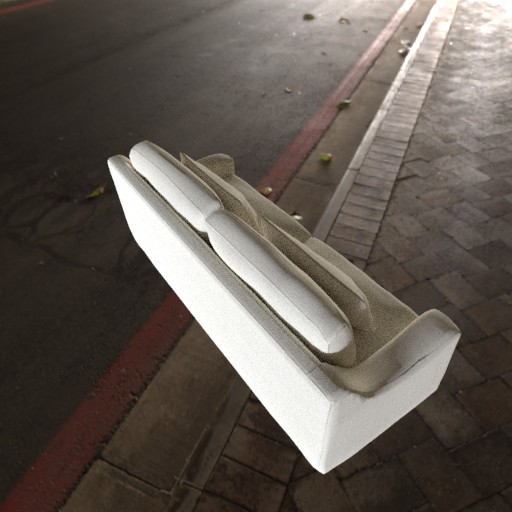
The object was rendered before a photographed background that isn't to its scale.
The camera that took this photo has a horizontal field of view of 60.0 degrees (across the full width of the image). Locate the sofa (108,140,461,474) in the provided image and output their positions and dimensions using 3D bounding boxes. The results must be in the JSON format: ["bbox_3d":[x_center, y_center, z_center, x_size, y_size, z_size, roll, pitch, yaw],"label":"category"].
[{"bbox_3d":[0.000,0.000,2.948,1.009,1.022,2.470,-24,46,-26],"label":"sofa"}]
